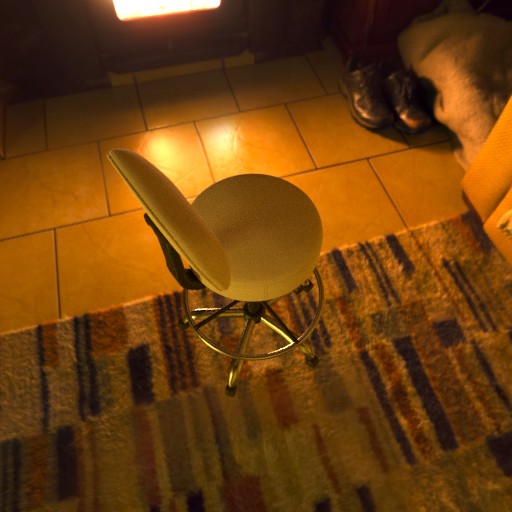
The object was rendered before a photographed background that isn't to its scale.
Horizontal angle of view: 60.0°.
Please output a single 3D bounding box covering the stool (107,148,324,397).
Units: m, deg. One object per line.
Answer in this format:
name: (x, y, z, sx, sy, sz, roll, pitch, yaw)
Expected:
stool: (0.000, 0.000, 1.445, 0.616, 1.080, 0.609, -32, 63, -18)
